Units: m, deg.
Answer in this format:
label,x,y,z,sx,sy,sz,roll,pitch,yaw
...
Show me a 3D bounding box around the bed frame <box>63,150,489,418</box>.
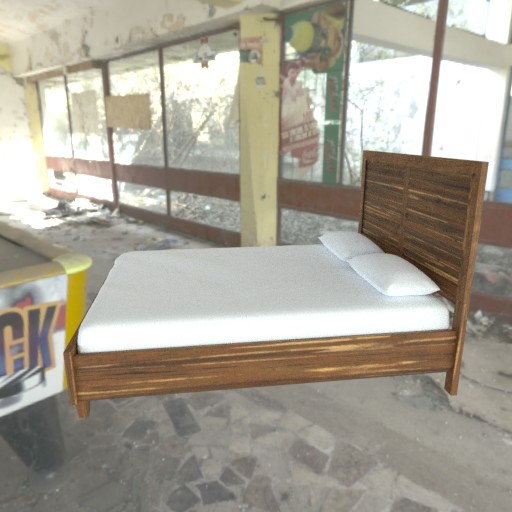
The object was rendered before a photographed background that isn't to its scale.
label,x,y,z,sx,sy,sz,roll,pitch,yaw
bed frame,0.000,0.000,3.207,2.276,1.417,1.696,-2,16,-8
